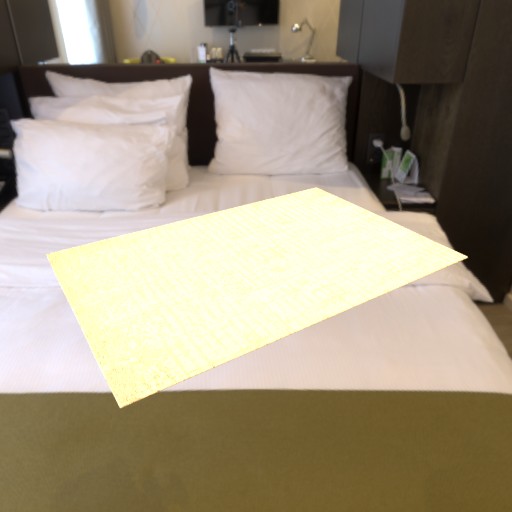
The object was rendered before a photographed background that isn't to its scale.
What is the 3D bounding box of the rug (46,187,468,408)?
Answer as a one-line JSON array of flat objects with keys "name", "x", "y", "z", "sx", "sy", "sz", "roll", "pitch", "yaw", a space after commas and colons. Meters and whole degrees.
[{"name": "rug", "x": 0.000, "y": 0.000, "z": 2.301, "sx": 1.827, "sy": 0.007, "sz": 1.211, "roll": -17, "pitch": 34, "yaw": -28}]
